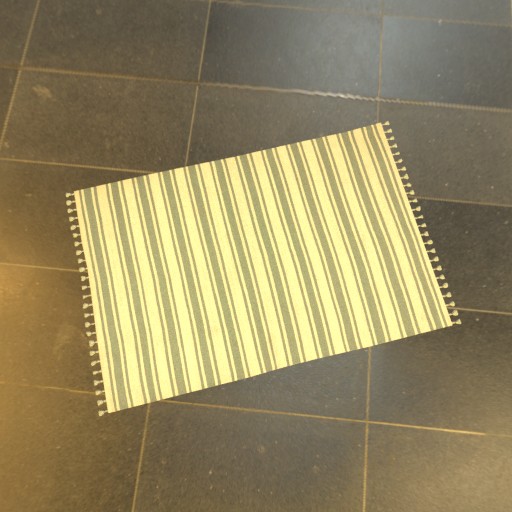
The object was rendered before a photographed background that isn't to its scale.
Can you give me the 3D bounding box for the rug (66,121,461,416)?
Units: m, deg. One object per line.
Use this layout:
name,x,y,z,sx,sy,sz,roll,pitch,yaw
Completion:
rug,0.000,0.000,3.026,2.410,0.011,1.539,-13,76,-3
